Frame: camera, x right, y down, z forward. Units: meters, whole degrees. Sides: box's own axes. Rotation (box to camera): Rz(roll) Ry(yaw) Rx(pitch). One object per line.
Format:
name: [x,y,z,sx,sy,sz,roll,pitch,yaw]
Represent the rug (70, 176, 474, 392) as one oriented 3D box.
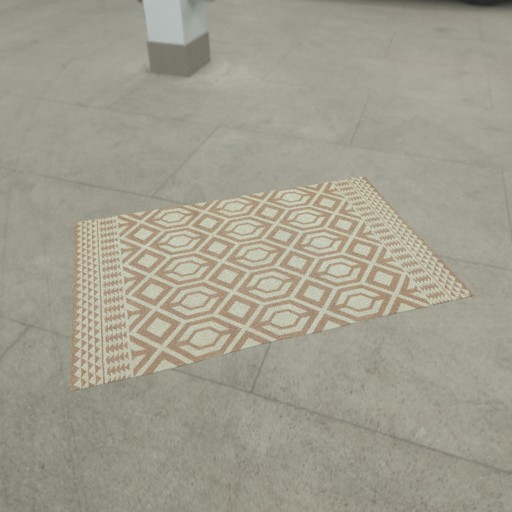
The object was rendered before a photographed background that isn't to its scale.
rug: [0.000,0.000,3.086,2.435,0.011,1.526,-11,42,-12]
